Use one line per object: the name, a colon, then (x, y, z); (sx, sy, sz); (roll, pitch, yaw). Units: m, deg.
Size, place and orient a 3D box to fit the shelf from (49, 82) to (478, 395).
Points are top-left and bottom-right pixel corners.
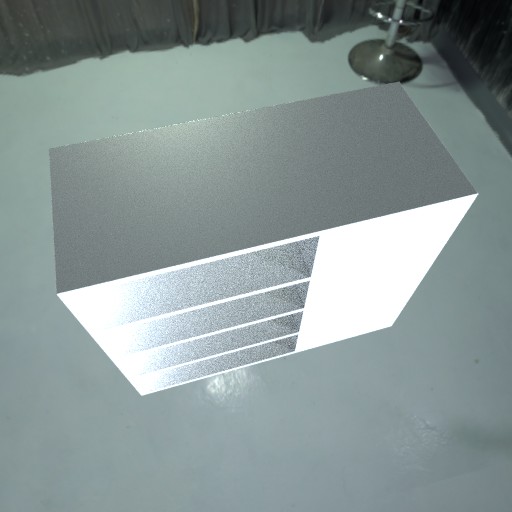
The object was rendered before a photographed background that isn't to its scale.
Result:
shelf: (0.000, 0.000, 1.311); (0.895, 0.732, 0.396); (-14, 59, -8)
